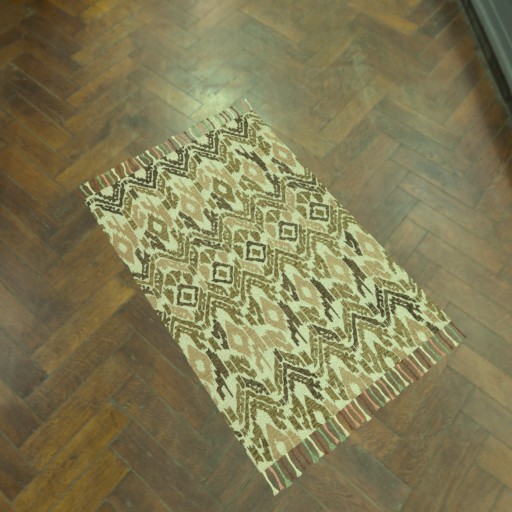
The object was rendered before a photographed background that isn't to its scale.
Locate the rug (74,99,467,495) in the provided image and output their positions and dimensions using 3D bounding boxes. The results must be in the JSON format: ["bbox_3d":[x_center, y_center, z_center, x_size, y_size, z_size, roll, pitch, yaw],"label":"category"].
[{"bbox_3d":[0.000,0.000,2.970,1.524,0.008,2.438,-33,68,-15],"label":"rug"}]
